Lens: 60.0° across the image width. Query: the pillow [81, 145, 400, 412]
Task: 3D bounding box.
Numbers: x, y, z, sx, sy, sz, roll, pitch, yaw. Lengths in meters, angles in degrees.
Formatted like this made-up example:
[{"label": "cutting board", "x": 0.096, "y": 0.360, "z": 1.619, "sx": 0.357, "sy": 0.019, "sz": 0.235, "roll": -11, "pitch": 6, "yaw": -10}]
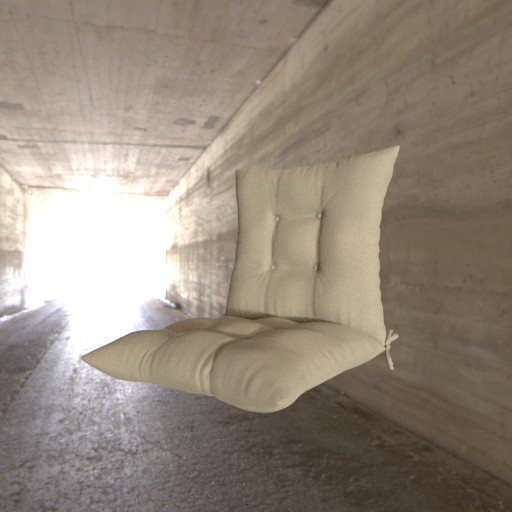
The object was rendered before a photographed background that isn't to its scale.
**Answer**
[{"label": "pillow", "x": 0.000, "y": 0.000, "z": 1.022, "sx": 0.541, "sy": 0.536, "sz": 0.585, "roll": 0, "pitch": 0, "yaw": 36}]
